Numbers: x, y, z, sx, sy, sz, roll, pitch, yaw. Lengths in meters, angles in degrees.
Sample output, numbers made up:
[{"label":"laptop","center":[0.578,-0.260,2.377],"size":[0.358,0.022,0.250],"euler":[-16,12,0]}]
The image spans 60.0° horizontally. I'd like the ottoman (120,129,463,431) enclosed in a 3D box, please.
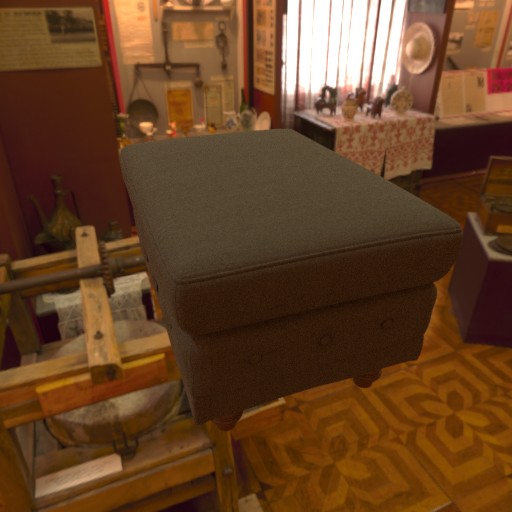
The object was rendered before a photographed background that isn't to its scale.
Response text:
[{"label":"ottoman","center":[0.000,0.000,1.152],"size":[0.569,0.500,0.771],"euler":[-11,31,-18]}]
